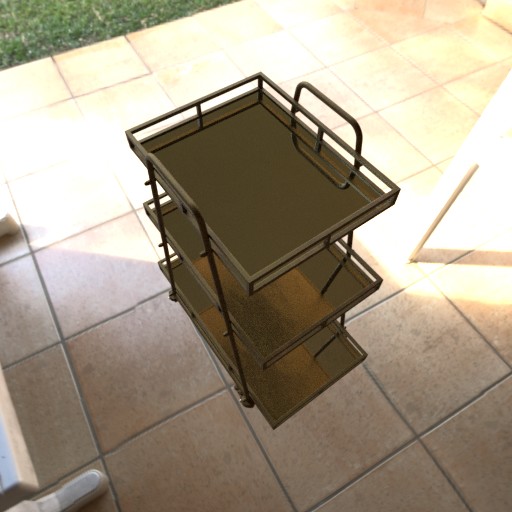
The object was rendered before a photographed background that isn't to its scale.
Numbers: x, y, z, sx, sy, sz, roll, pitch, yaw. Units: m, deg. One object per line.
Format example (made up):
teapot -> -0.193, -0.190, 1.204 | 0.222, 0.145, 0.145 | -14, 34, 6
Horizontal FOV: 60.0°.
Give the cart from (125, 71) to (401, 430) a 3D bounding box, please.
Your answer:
cart -> 0.000, 0.000, 1.270 | 0.441, 0.883, 0.711 | -31, 62, -19
